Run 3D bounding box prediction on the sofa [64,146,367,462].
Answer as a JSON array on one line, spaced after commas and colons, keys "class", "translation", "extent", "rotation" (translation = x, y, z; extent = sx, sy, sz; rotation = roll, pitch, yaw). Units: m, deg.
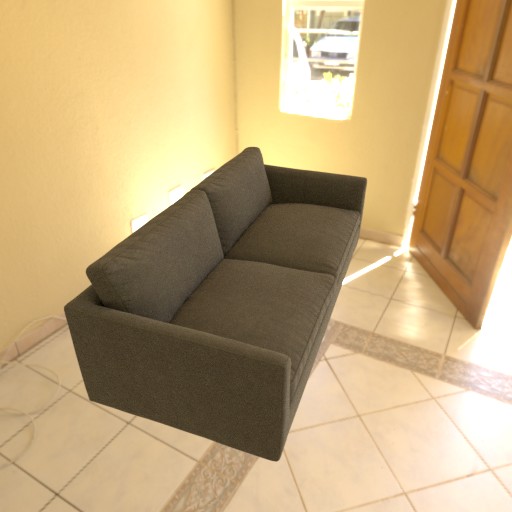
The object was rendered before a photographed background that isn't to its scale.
[{"class": "sofa", "translation": [0.000, 0.000, 2.889], "extent": [1.092, 0.838, 2.257], "rotation": [11, 32, 17]}]
